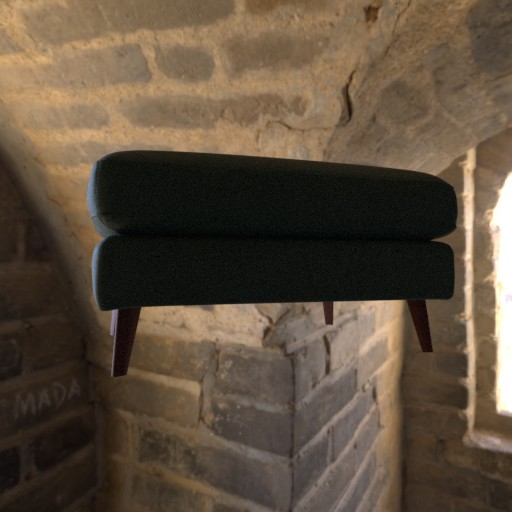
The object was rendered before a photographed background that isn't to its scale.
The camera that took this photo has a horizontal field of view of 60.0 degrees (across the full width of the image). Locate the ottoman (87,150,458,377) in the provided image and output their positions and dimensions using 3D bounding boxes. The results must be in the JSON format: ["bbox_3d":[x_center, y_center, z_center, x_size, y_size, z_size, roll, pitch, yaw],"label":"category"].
[{"bbox_3d":[0.000,0.000,1.156,0.811,0.449,0.608,0,-1,-18],"label":"ottoman"}]
